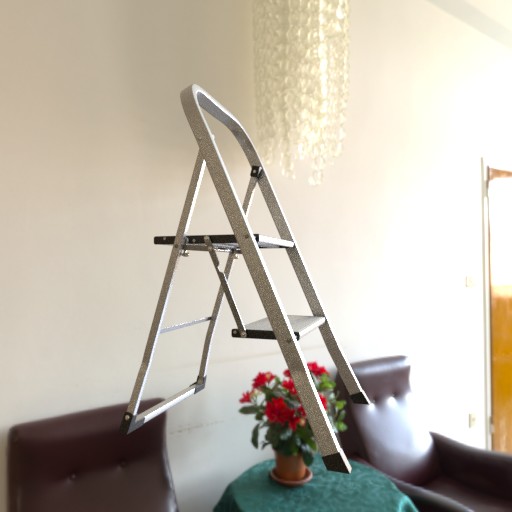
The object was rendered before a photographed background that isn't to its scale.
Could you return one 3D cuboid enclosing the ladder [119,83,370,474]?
[{"bbox_3d":[0.000,0.000,1.142,0.530,0.830,0.465,0,-1,19],"label":"ladder"}]
